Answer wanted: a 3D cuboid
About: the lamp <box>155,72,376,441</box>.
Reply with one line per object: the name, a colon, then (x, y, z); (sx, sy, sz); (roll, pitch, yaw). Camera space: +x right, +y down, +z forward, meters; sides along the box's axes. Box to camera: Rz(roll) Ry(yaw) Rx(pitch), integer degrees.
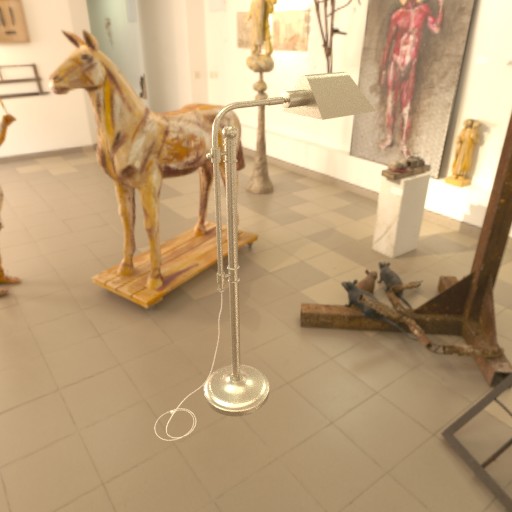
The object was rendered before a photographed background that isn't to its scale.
lamp: (0.000, 0.000, 0.951); (0.546, 0.708, 0.159); (-19, 33, -32)
